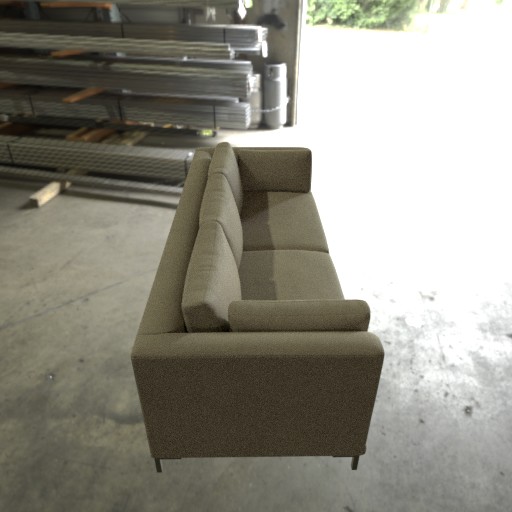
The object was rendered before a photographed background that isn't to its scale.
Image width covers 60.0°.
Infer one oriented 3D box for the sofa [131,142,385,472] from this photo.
[{"bbox_3d":[0.000,0.000,2.834,0.969,0.867,2.415,0,32,-1],"label":"sofa"}]
